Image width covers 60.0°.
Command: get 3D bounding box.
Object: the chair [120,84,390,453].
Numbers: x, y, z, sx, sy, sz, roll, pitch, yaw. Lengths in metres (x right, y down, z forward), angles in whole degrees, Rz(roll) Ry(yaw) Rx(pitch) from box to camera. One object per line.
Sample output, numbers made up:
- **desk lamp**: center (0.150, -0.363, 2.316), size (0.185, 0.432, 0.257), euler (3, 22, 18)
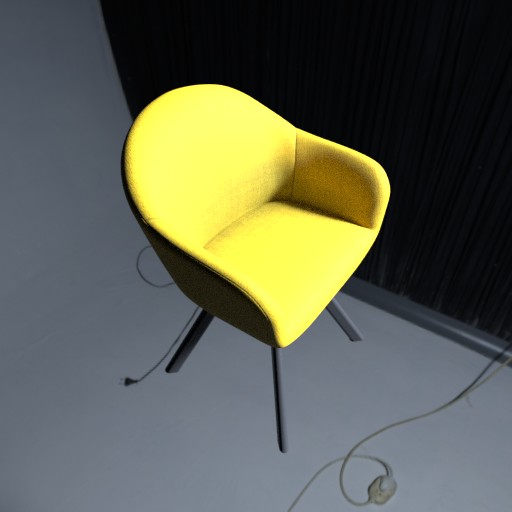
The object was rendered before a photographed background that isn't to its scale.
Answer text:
- **chair**: center (0.000, 0.000, 1.207), size (0.550, 0.795, 0.590), euler (25, 47, 26)
